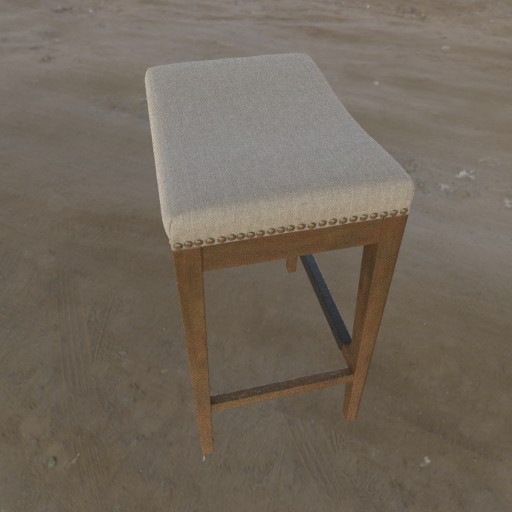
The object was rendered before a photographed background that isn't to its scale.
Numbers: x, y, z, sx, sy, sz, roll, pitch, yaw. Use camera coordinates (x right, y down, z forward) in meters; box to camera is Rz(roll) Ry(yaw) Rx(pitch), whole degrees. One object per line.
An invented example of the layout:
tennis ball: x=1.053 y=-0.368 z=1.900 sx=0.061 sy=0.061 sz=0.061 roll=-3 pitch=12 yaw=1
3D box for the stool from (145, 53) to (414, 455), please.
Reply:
stool: x=0.000 y=0.000 z=0.939 sx=0.356 sy=0.660 sz=0.508 roll=-9 pitch=45 yaw=-9
